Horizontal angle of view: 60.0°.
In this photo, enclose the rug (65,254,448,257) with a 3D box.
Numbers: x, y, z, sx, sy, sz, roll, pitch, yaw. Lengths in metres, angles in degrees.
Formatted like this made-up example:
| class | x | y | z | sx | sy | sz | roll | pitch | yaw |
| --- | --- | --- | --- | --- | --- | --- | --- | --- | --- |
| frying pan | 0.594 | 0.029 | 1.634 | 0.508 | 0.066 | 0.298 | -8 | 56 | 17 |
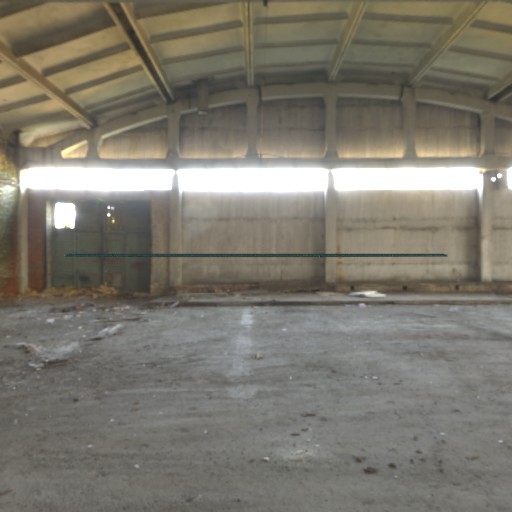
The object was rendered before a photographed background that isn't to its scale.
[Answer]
| class | x | y | z | sx | sy | sz | roll | pitch | yaw |
| --- | --- | --- | --- | --- | --- | --- | --- | --- | --- |
| rug | 0.000 | 0.000 | 2.893 | 1.554 | 0.012 | 2.205 | 0 | 0 | 0 |
